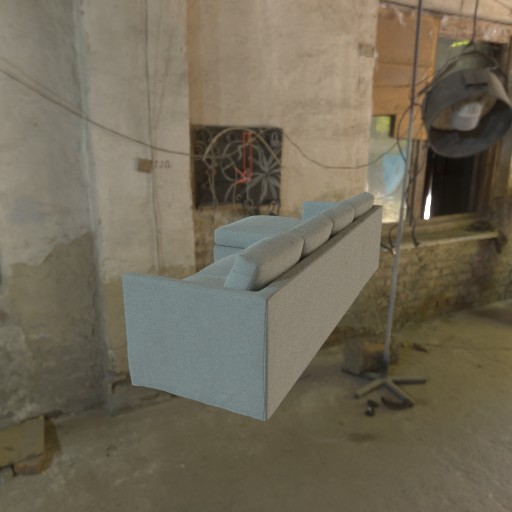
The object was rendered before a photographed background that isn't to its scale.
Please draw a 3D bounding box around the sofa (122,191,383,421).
[{"bbox_3d":[0.000,0.000,3.960,1.650,0.922,3.205,7,17,25],"label":"sofa"}]
